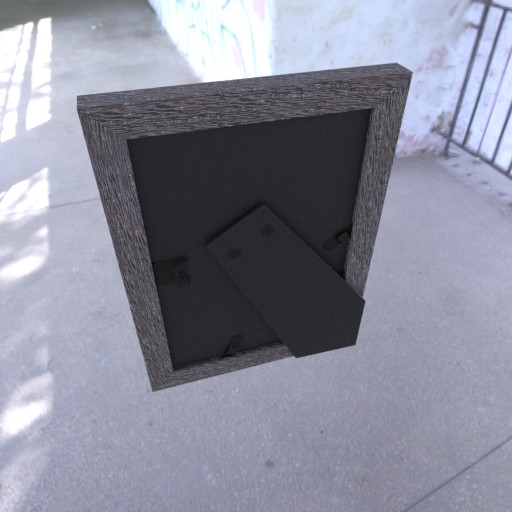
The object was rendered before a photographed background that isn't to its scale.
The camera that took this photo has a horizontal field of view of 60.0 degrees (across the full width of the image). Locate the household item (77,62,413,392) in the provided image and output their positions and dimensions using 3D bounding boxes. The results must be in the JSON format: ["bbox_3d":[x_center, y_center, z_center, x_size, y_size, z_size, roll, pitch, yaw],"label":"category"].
[{"bbox_3d":[0.000,0.000,0.275,0.160,0.210,0.020,-11,42,-13],"label":"household item"}]
